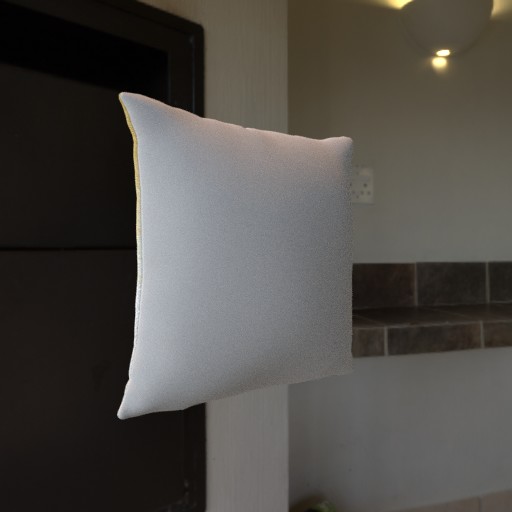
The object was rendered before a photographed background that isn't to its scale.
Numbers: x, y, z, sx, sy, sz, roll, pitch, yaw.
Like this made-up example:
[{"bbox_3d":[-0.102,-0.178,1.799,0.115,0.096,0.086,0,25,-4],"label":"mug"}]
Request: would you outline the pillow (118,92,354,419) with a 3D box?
[{"bbox_3d":[0.000,0.000,0.724,0.450,0.450,0.211,0,0,-35],"label":"pillow"}]
